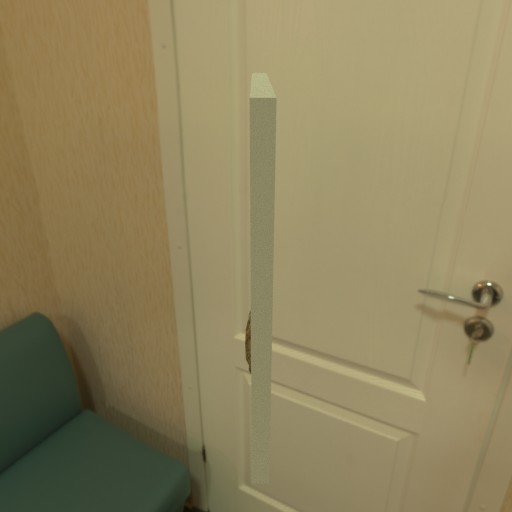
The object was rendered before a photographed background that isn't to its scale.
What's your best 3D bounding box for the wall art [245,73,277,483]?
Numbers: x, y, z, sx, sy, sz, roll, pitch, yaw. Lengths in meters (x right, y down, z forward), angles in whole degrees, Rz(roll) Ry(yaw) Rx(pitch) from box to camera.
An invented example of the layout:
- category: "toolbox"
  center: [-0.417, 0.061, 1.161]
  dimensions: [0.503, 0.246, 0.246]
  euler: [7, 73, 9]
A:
- category: "wall art"
  center: [0.000, 0.000, 1.040]
  dimensions: [0.055, 0.763, 0.611]
  euler: [0, 25, 0]
